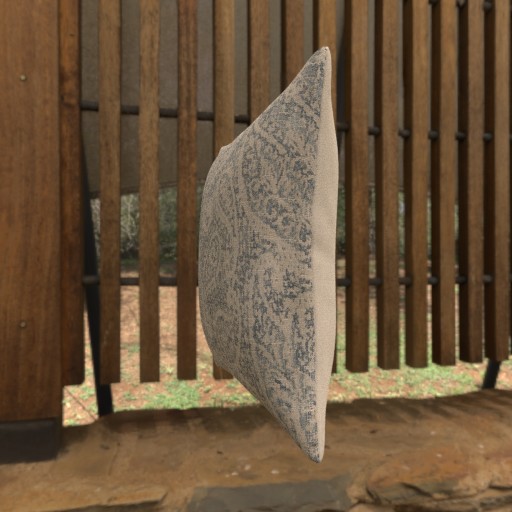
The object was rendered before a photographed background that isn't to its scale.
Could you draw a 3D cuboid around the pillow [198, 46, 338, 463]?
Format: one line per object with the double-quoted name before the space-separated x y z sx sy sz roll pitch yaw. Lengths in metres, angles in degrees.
"pillow" 0.000 0.000 0.786 0.166 0.510 0.523 0 -1 -18
